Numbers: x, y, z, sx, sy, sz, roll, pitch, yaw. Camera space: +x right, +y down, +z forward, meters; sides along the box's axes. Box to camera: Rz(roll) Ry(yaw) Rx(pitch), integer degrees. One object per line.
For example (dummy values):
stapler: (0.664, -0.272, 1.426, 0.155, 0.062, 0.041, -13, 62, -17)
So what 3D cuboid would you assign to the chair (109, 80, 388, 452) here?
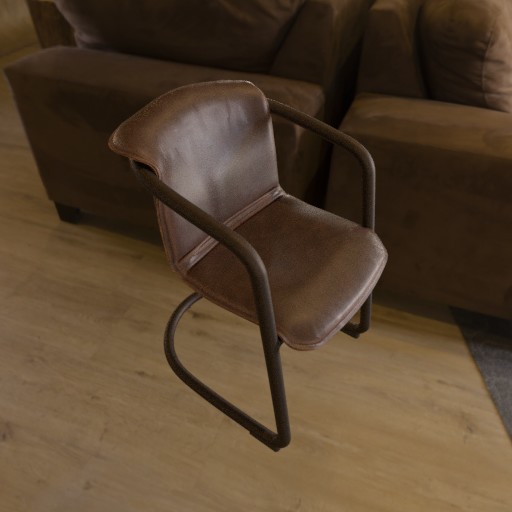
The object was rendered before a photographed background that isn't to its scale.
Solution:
chair: (0.000, 0.000, 1.261, 0.664, 0.836, 0.536, 26, 47, 26)
